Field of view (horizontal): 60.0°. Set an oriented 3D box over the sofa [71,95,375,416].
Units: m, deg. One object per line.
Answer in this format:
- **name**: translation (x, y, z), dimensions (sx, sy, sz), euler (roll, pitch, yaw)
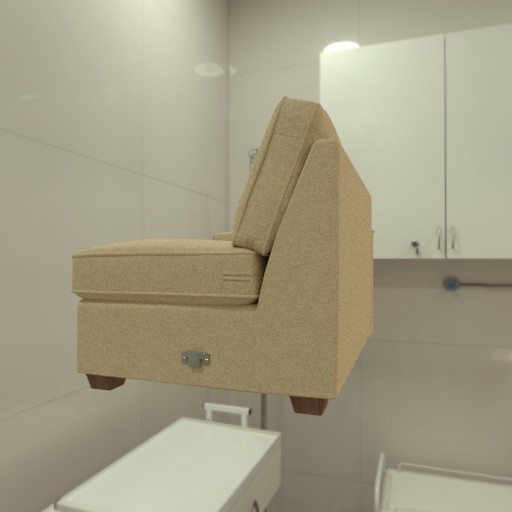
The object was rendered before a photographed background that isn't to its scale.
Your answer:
- **sofa**: translation (0.000, 0.000, 2.090), dimensions (0.991, 0.989, 1.388), euler (0, -1, 19)
